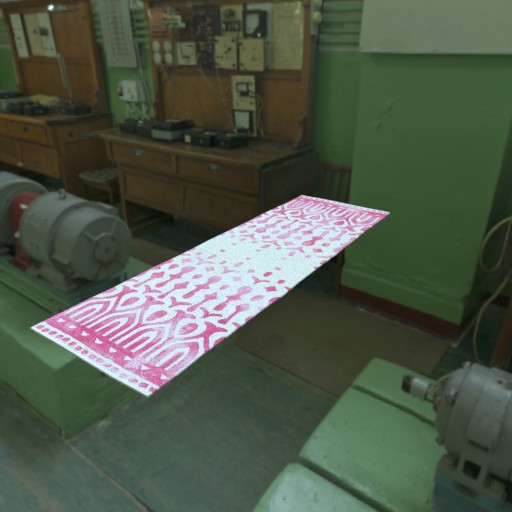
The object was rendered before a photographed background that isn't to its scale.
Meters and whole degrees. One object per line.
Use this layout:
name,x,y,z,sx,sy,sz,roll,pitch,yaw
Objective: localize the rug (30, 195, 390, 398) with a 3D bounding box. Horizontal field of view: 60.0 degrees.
rug,0.000,0.000,2.718,0.787,0.011,2.458,17,30,32
